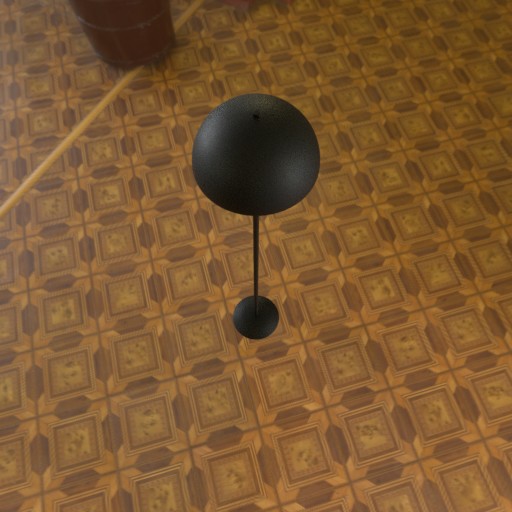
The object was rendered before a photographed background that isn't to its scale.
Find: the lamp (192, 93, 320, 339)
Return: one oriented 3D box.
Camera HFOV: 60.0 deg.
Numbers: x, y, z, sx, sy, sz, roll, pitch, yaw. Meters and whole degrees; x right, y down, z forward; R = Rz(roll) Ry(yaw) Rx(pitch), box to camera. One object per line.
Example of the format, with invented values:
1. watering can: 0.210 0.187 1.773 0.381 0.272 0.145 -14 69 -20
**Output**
1. lamp: 0.000 0.000 1.652 0.328 1.480 0.328 -15 65 -7
